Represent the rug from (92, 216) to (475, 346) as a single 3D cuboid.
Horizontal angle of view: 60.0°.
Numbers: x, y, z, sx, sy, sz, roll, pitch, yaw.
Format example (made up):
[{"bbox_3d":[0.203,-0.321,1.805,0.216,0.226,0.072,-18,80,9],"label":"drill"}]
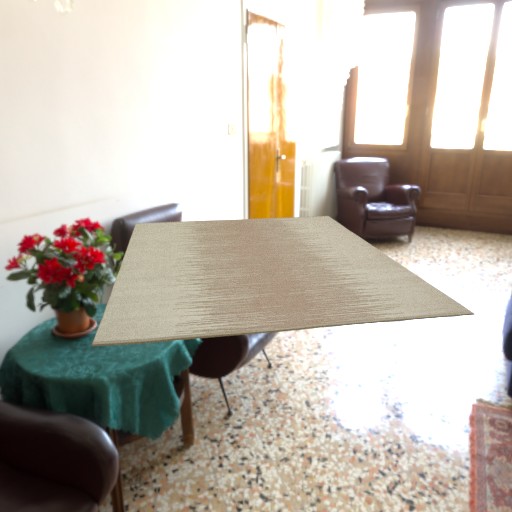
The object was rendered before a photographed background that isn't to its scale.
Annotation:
[{"bbox_3d":[0.000,0.000,4.159,2.438,0.013,3.048,-3,18,-9],"label":"rug"}]
